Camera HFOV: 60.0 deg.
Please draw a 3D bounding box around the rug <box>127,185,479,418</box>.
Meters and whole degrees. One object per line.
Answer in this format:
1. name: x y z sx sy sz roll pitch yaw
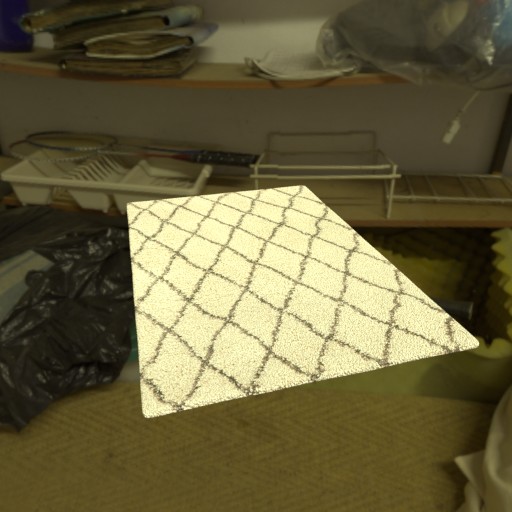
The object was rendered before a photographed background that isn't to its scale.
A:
1. rug: 0.000 0.000 2.239 1.219 0.030 1.778 -8 30 -14
